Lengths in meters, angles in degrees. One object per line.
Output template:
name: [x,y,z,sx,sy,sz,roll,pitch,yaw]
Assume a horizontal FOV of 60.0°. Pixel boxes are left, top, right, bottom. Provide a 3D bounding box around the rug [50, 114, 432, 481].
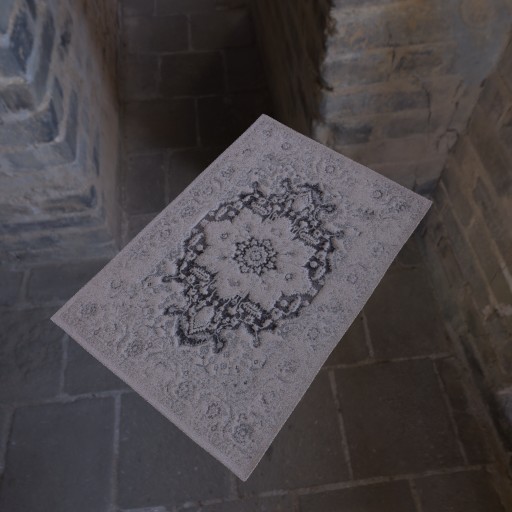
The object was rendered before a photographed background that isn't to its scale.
rug: [0.000,0.000,2.391,1.223,0.008,1.813,33,65,17]
